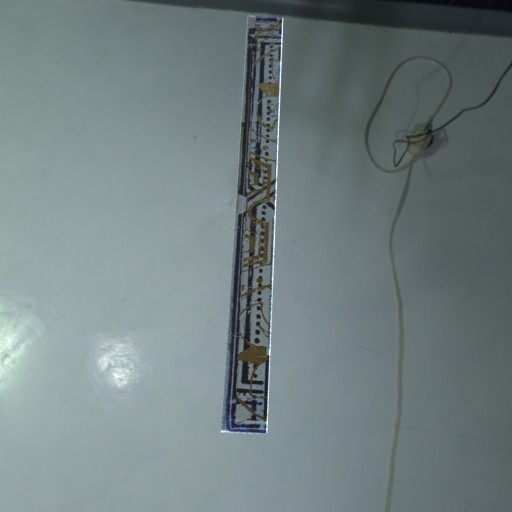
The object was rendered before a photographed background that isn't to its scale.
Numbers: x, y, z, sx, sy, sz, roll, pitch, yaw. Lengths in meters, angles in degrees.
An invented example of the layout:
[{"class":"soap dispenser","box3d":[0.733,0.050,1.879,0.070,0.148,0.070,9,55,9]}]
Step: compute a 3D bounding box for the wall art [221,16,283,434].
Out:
[{"class":"wall art","box3d":[0.000,0.000,0.609,0.038,0.410,0.411,3,74,1]}]
